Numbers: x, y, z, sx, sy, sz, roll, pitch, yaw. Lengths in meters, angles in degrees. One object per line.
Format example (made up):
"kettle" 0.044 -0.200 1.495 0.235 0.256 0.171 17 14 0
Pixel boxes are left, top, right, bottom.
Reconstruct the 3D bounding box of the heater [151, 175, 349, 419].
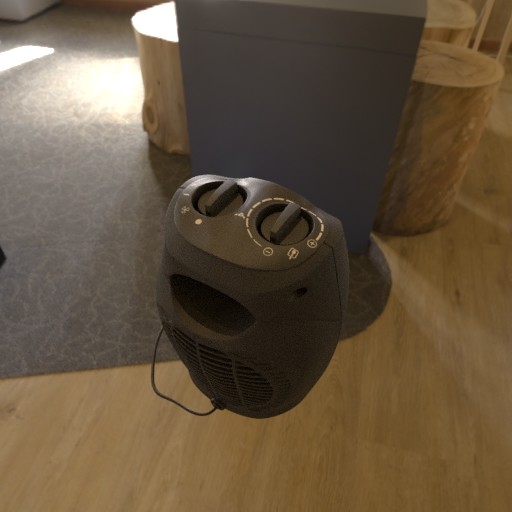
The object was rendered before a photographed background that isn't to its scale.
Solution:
"heater" 0.000 0.000 0.484 0.239 0.240 0.291 23 51 20
